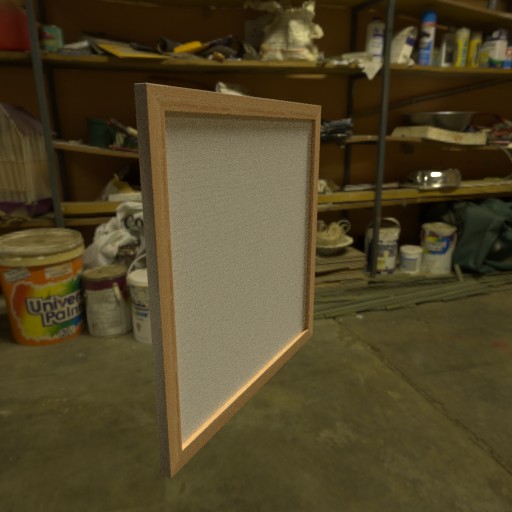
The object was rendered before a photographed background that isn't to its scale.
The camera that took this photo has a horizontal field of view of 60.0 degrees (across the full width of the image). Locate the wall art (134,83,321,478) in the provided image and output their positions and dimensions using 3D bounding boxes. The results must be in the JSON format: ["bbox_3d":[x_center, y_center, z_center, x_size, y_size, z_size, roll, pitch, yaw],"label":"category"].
[{"bbox_3d":[0.000,0.000,1.134,0.027,0.762,0.762,9,18,28],"label":"wall art"}]
